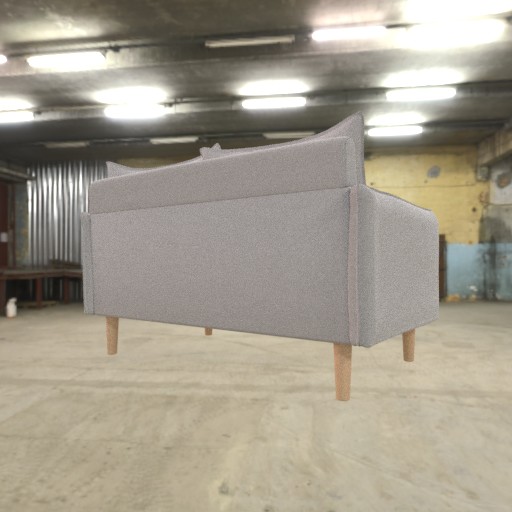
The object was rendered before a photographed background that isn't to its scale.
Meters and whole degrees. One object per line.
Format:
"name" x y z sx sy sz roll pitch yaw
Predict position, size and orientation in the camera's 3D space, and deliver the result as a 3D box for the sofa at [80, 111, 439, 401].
"sofa" 0.000 0.000 1.839 1.300 0.840 0.820 -1 -1 36
